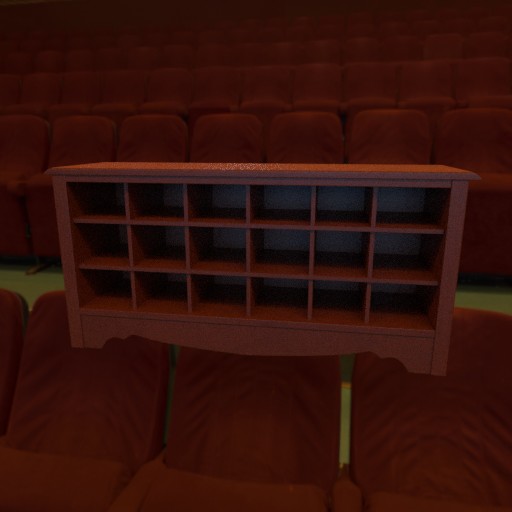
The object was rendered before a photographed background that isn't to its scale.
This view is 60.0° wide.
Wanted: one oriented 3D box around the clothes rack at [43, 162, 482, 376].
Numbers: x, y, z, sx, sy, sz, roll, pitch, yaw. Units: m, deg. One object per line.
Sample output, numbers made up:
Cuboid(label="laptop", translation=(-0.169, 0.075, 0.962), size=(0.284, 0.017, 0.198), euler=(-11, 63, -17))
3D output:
Cuboid(label="clothes rack", translation=(0.000, 0.000, 1.496), size=(1.251, 0.594, 0.362), euler=(2, 15, 9))
